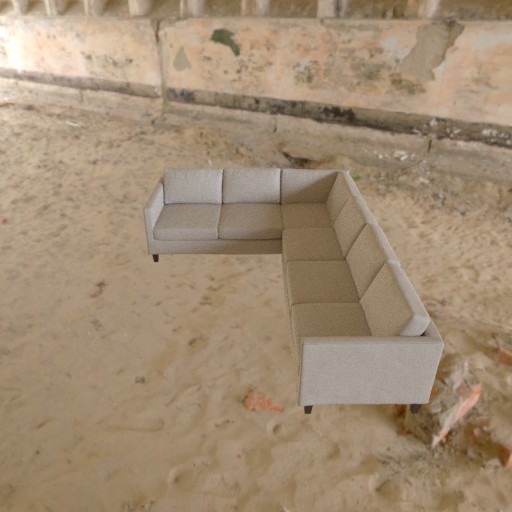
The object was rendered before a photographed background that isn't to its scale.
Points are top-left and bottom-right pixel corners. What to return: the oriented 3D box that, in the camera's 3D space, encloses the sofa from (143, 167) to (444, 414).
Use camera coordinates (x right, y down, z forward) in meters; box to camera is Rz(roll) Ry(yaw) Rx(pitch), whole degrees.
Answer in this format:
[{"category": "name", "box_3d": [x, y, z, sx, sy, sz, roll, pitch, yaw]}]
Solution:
[{"category": "sofa", "box_3d": [0.000, 0.000, 4.338, 2.432, 0.863, 3.182, 0, 30, 0]}]
